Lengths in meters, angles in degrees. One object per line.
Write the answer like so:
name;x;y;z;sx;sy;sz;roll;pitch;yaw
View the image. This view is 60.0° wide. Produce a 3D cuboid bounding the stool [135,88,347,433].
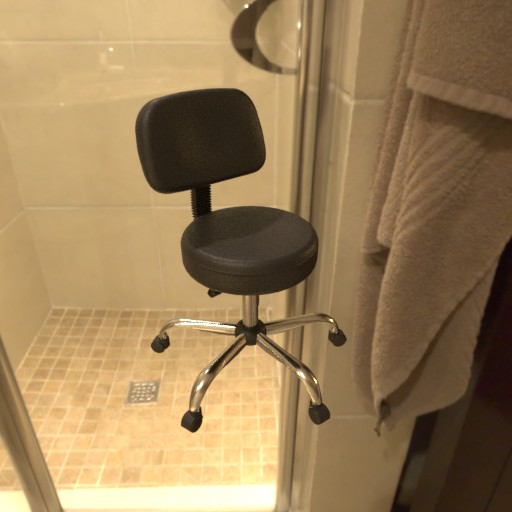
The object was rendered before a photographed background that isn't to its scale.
stool;0.000;0.000;1.308;0.673;0.862;0.648;-22;36;-33
